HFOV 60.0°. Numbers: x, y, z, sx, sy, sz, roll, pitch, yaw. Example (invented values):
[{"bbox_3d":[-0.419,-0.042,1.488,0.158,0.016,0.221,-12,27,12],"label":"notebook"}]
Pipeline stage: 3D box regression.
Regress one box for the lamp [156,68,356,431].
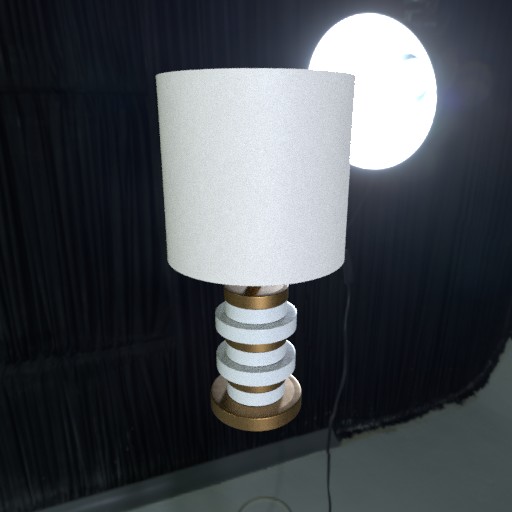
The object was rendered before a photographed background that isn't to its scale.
[{"bbox_3d":[0.000,0.000,0.535,0.210,0.410,0.210,-8,20,-24],"label":"lamp"}]
